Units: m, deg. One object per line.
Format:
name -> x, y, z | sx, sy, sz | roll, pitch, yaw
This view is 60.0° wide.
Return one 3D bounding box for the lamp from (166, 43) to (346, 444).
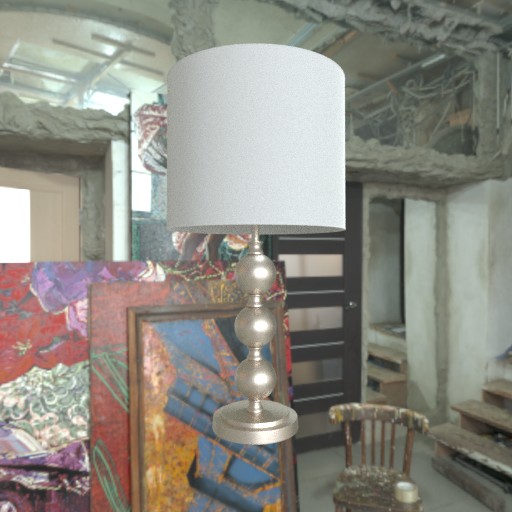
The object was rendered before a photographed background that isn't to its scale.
lamp -> 0.000, 0.000, 0.698 | 0.277, 0.538, 0.277 | 0, 0, 36
